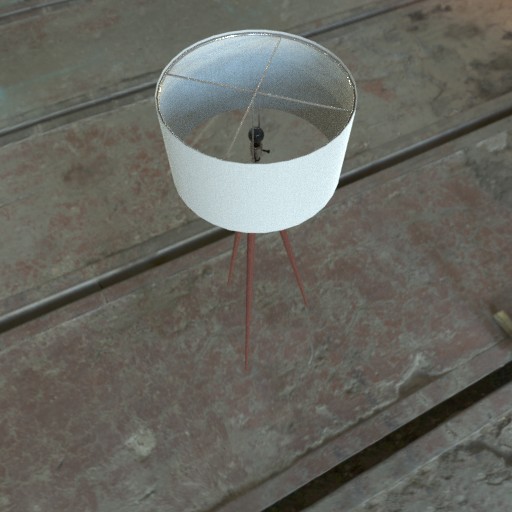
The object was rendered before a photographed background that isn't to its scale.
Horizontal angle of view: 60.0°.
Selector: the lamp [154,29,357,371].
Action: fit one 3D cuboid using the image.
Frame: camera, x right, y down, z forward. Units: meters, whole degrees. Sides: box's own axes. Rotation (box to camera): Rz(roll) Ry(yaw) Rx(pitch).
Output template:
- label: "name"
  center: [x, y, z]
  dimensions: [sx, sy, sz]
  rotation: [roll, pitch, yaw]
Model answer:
- label: "lamp"
  center: [0.000, 0.000, 1.728]
  dimensions: [0.483, 1.553, 0.483]
  rotation: [15, 60, 9]
